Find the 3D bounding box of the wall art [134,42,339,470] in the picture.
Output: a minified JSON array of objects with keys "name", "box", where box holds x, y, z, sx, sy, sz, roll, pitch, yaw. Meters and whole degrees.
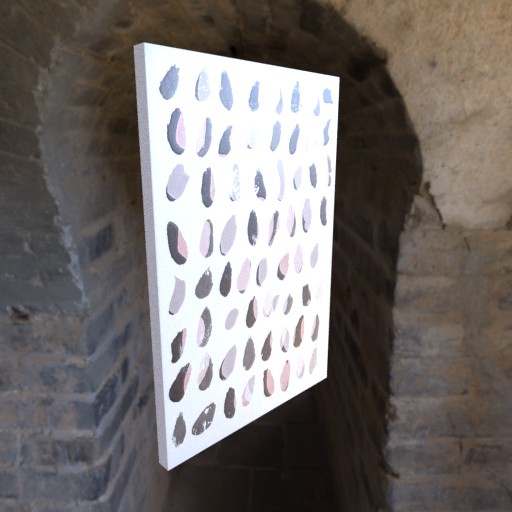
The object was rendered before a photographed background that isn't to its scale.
[{"name":"wall art","box":[0.000,0.000,0.755,0.405,0.608,0.025,-13,19,-43]}]
